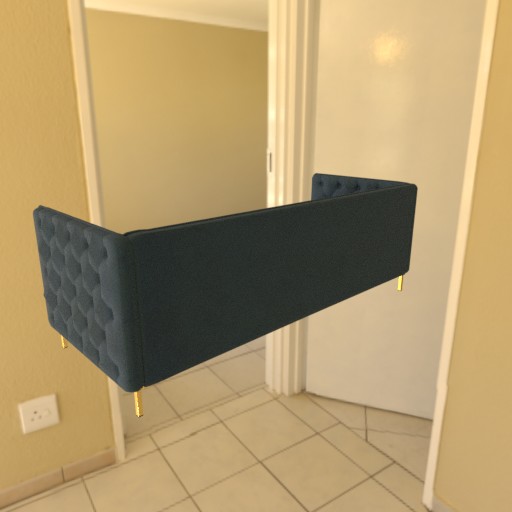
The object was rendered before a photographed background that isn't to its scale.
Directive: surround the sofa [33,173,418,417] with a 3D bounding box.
[{"bbox_3d":[0.000,0.000,2.649,2.209,0.771,0.895,-15,22,-41],"label":"sofa"}]
